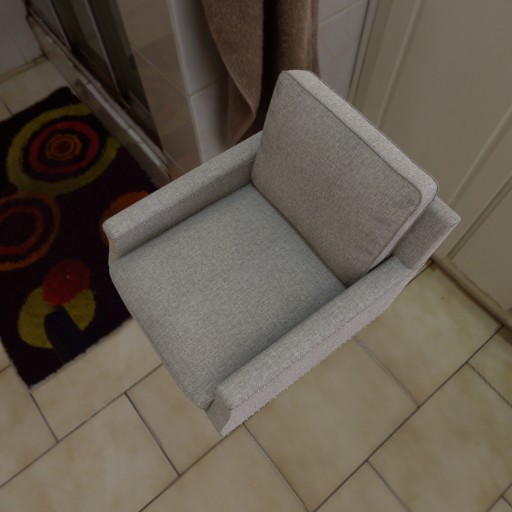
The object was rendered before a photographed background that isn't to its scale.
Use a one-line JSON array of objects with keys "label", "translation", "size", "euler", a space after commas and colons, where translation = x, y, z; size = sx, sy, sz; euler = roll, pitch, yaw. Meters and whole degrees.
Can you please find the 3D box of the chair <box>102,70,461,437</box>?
[{"label": "chair", "translation": [0.000, 0.000, 1.711], "size": [1.014, 0.943, 0.853], "euler": [-33, 68, -16]}]
